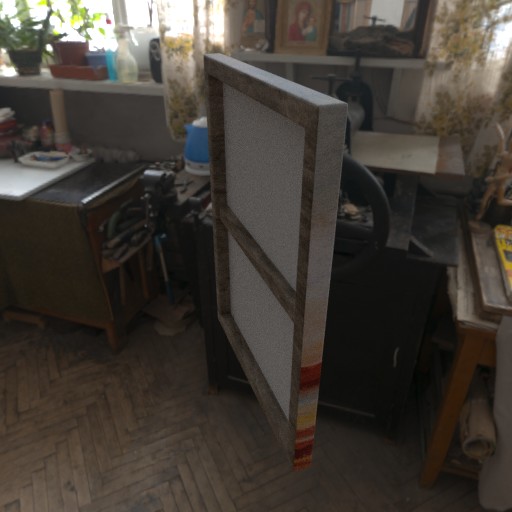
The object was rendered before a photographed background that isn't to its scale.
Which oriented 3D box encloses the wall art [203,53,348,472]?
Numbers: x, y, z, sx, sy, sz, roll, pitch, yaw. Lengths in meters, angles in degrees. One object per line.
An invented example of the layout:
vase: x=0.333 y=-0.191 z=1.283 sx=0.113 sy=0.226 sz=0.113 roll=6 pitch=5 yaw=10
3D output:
wall art: x=0.000 y=0.000 z=0.779 sx=0.035 sy=0.605 sz=0.443 roll=-11 pitch=33 yaw=-18
